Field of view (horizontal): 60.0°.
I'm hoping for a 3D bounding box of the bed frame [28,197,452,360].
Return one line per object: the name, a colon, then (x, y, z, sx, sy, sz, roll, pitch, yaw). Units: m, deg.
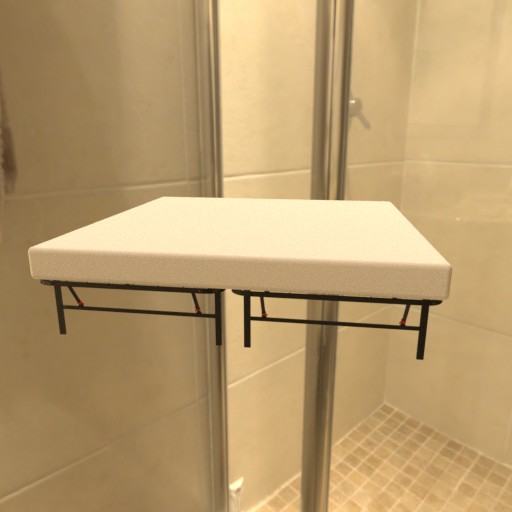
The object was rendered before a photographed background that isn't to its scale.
bed frame: (0.000, 0.000, 3.054, 2.033, 0.525, 1.935, 2, 16, 8)
